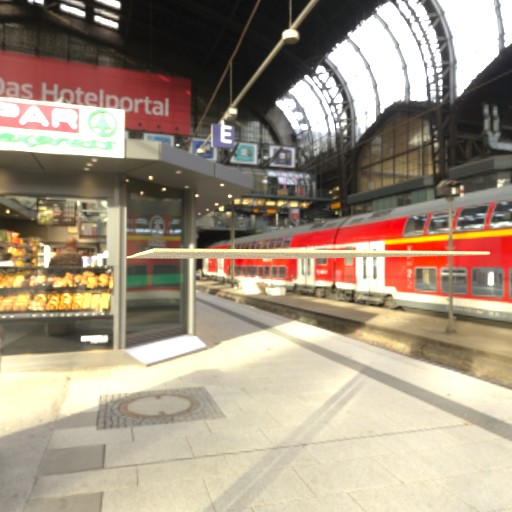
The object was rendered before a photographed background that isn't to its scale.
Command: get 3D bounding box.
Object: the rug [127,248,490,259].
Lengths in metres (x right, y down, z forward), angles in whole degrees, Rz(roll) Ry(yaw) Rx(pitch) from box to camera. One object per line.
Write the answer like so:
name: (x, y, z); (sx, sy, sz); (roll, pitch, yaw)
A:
rug: (0.000, 0.000, 2.873); (1.526, 0.014, 2.290); (0, -1, -19)
